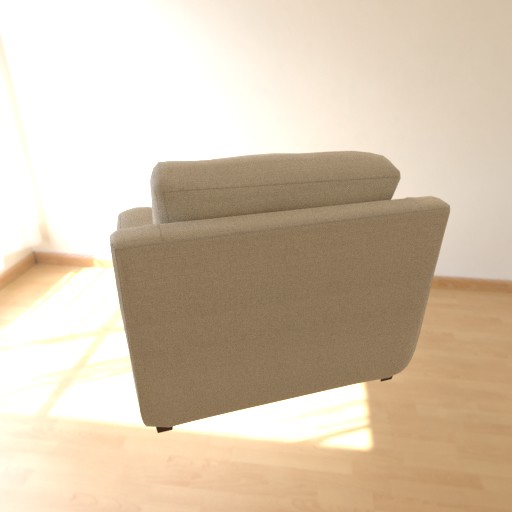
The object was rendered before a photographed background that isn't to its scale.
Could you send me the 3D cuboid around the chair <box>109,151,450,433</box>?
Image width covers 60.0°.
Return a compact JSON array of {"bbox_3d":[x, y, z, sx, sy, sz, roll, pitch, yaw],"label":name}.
[{"bbox_3d":[0.000,0.000,1.980,1.178,1.016,1.009,-8,26,-16],"label":"chair"}]
